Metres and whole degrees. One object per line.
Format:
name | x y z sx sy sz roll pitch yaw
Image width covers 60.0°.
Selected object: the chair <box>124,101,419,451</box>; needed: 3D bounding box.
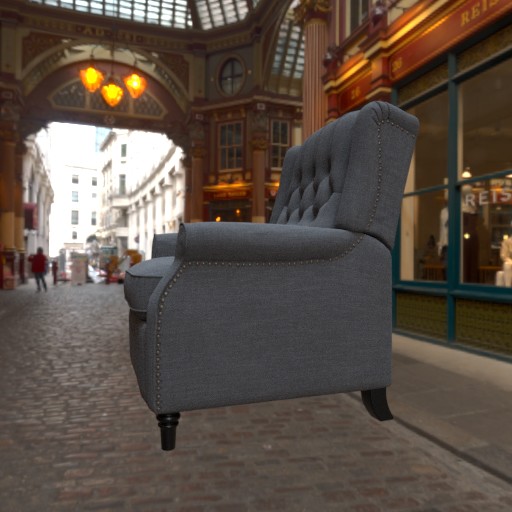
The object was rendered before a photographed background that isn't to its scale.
chair | 0.000 0.000 1.588 0.898 1.035 0.742 0 0 -19
